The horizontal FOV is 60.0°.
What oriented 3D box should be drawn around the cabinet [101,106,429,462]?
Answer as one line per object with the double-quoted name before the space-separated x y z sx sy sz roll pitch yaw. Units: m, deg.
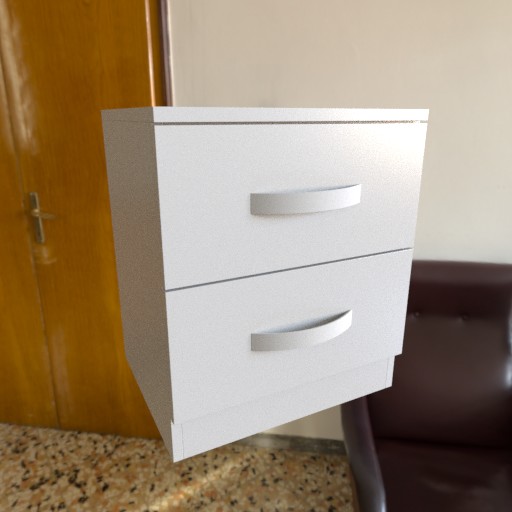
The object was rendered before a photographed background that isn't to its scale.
"cabinet" 0.000 0.000 0.749 0.400 0.470 0.360 -9 20 -26
